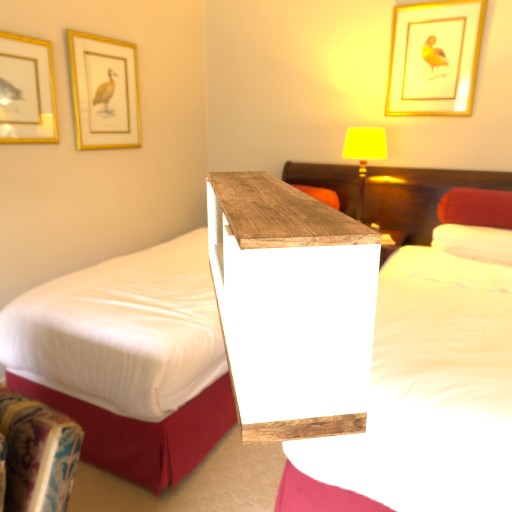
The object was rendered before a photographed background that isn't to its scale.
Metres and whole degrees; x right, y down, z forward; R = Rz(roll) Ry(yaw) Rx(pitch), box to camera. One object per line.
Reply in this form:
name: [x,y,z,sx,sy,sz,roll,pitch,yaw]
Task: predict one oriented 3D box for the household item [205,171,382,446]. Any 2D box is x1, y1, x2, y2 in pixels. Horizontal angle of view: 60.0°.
household item: [0.000,0.000,2.075,0.390,0.615,1.800,-2,16,-8]
